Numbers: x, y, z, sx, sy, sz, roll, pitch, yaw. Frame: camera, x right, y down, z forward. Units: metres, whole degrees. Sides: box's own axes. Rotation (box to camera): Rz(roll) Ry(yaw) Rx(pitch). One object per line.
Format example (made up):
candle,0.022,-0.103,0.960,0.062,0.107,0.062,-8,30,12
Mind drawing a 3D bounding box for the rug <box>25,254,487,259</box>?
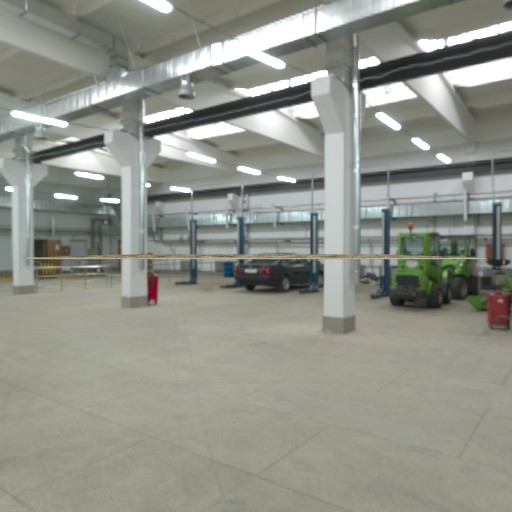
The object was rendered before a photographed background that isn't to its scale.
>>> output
rug,0.000,0.000,4.016,2.977,0.008,2.380,0,1,1
